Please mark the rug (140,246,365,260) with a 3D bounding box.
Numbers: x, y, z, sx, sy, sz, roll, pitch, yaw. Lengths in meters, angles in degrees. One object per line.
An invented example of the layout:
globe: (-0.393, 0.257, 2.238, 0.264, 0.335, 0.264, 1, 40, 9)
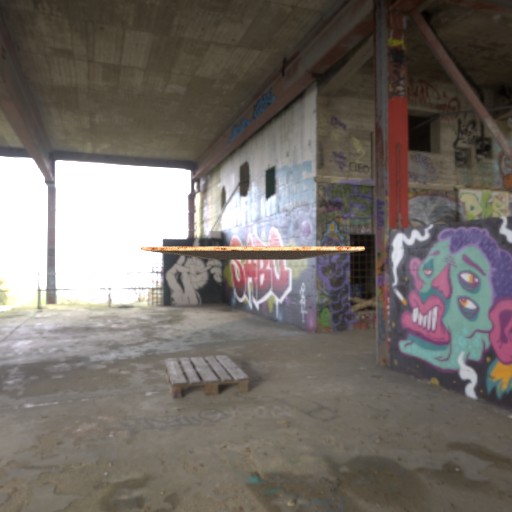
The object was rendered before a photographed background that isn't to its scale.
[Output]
rug: (0.000, 0.000, 2.453, 0.680, 0.014, 2.237, 0, -1, 1)
